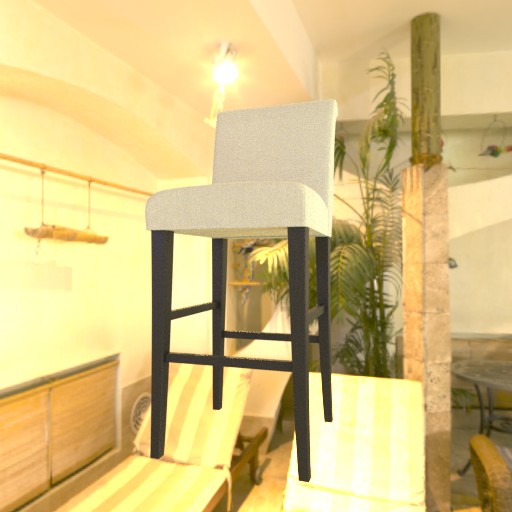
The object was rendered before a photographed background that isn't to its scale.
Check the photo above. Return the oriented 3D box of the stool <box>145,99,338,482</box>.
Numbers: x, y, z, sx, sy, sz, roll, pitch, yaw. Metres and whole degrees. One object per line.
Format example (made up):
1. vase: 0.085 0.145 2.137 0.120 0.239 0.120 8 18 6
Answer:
1. stool: 0.000 0.000 1.420 0.452 1.124 0.597 0 -1 18
